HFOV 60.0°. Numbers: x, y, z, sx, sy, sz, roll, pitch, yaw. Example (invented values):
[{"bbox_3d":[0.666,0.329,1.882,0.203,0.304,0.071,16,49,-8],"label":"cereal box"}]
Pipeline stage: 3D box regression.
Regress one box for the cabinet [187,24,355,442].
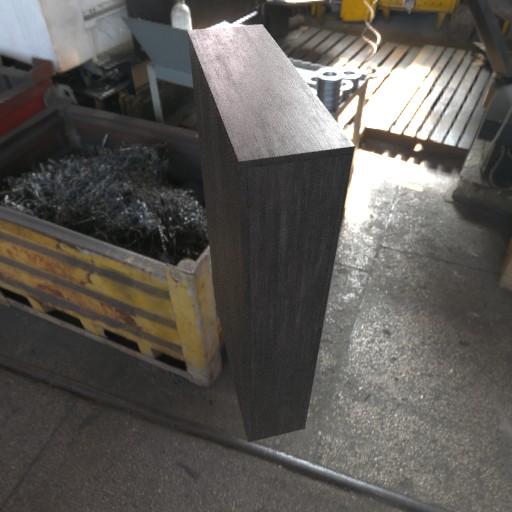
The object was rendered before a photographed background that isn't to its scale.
[{"bbox_3d":[0.000,0.000,1.568,0.250,1.280,0.750,-10,45,-10],"label":"cabinet"}]
